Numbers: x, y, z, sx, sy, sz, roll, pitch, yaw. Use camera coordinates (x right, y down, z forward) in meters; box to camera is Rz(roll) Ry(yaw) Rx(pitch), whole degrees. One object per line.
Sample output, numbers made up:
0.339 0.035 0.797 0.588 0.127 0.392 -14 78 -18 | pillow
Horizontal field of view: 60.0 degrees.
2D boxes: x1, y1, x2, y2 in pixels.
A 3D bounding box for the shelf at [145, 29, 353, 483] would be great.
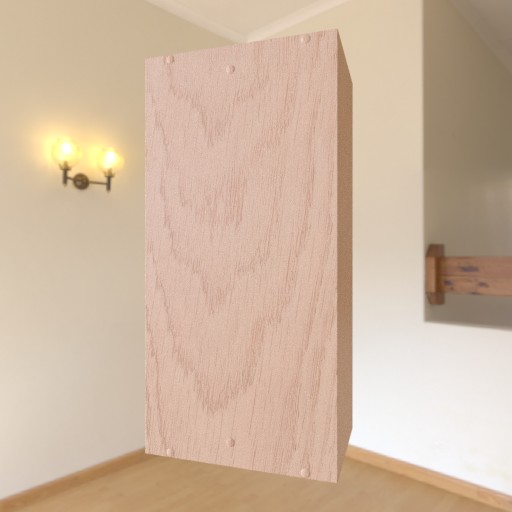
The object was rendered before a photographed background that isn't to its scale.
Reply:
0.000 0.000 0.723 0.290 0.600 0.200 0 0 18 | shelf
